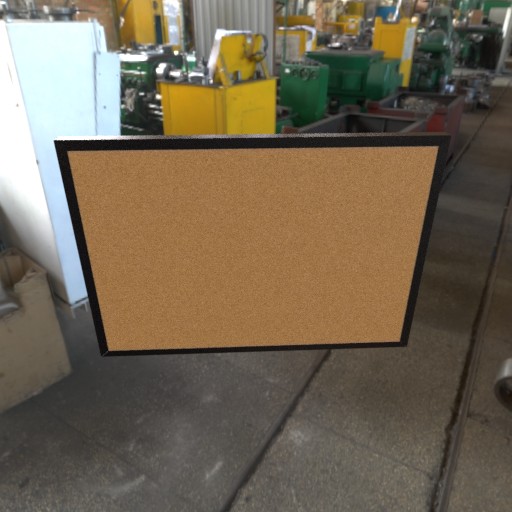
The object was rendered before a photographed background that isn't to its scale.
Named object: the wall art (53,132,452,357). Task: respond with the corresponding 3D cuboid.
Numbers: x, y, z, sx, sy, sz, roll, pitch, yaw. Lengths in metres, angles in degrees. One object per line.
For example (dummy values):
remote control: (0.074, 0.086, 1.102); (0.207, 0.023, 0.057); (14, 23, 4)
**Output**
wall art: (0.000, 0.000, 0.851); (0.657, 0.458, 0.027); (-1, 29, -2)
